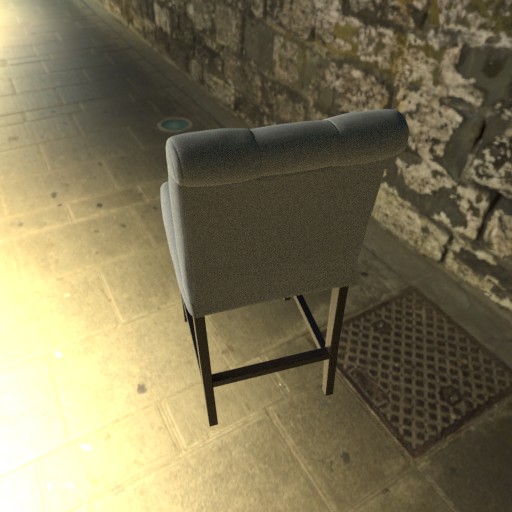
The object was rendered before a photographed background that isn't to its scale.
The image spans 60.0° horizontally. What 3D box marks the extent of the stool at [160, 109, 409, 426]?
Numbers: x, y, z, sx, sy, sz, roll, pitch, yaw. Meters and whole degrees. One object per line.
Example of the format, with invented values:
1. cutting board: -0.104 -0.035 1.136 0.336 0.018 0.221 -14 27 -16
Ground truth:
1. stool: 0.000 0.000 1.326 0.493 1.040 0.601 -11 42 -12
